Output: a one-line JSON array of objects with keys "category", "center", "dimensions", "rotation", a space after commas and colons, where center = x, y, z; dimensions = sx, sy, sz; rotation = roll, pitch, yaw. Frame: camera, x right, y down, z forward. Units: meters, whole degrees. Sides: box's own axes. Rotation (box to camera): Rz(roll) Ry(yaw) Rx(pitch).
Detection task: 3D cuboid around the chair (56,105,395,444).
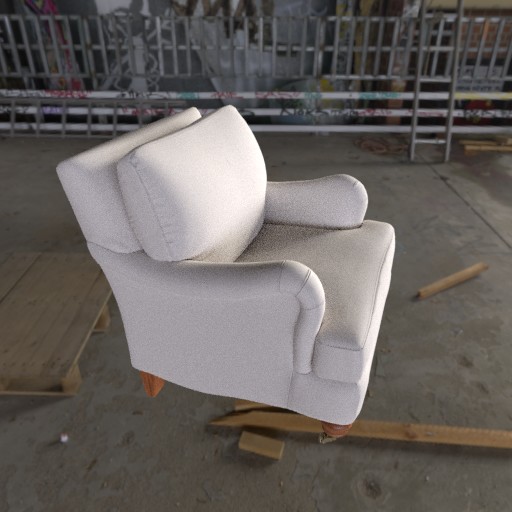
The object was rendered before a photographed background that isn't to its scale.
[{"category": "chair", "center": [0.000, 0.000, 1.835], "dimensions": [1.070, 1.038, 0.955], "rotation": [11, 32, 18]}]
